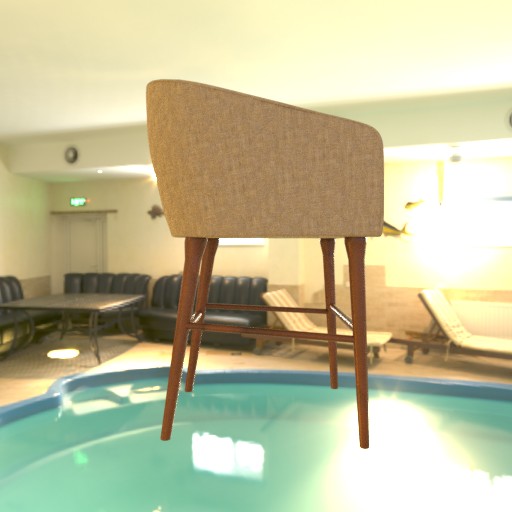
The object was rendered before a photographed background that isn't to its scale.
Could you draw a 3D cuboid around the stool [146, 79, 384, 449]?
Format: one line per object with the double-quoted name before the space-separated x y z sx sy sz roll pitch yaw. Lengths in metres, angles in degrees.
"stool" 0.000 0.000 1.333 0.635 0.952 0.559 0 2 1
